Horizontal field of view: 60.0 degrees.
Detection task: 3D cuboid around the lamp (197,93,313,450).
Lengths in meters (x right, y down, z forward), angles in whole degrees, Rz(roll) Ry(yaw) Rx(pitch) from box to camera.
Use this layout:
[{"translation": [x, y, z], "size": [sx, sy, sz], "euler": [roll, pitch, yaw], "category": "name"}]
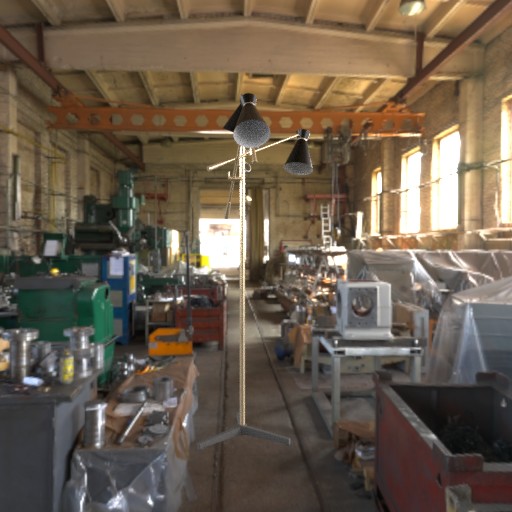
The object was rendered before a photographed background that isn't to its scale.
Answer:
[{"translation": [0.000, 0.000, 2.240], "size": [0.653, 1.804, 0.750], "euler": [-1, 1, -37], "category": "lamp"}]
